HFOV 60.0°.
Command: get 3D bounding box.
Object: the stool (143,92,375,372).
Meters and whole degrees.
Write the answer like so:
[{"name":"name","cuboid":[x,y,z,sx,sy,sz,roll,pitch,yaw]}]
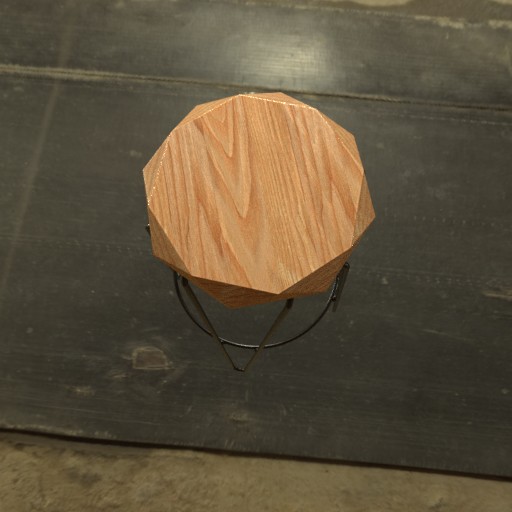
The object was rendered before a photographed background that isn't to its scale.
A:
[{"name":"stool","cuboid":[0.000,0.000,0.806,0.326,0.610,0.326,-32,77,-8]}]
